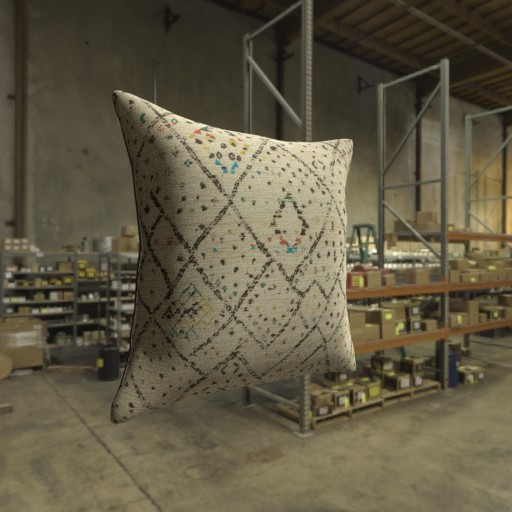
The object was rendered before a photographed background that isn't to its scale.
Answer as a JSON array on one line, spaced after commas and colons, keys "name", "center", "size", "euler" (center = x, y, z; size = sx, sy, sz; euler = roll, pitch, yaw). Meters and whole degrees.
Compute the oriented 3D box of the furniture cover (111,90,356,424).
[{"name": "furniture cover", "center": [0.000, 0.000, 0.798], "size": [0.525, 0.498, 0.180], "euler": [0, 0, -36]}]
